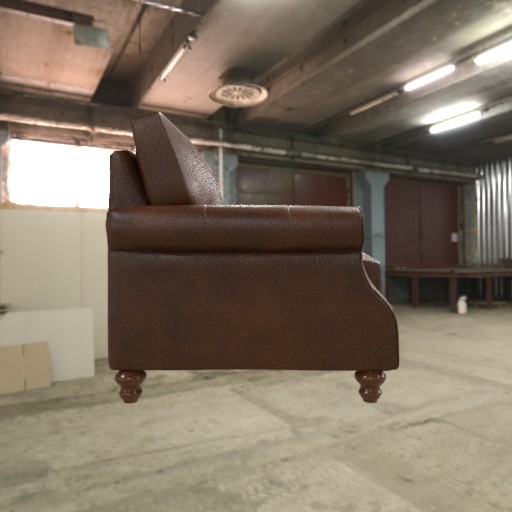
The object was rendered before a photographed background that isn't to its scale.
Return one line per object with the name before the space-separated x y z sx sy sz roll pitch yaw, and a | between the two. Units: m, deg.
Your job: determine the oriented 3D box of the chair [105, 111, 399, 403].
chair | 0.000 0.000 1.837 0.992 0.972 0.989 0 -1 0
